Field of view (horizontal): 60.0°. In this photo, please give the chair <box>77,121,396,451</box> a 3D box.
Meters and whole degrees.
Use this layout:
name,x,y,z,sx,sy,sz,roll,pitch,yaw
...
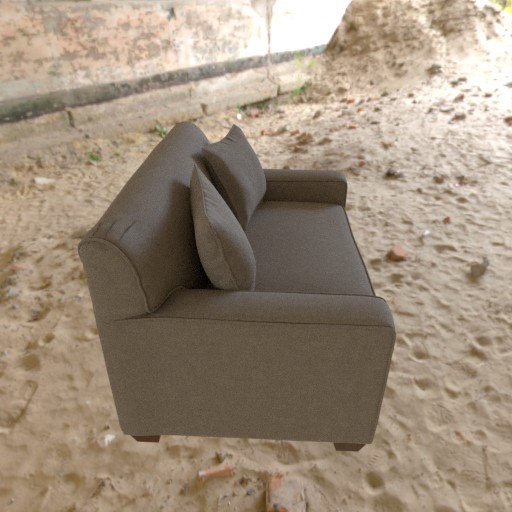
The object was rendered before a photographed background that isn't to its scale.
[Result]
name,x,y,z,sx,sy,sz,roll,pitch,yaw
chair,0.000,0.000,2.027,0.992,0.953,1.395,2,31,3
